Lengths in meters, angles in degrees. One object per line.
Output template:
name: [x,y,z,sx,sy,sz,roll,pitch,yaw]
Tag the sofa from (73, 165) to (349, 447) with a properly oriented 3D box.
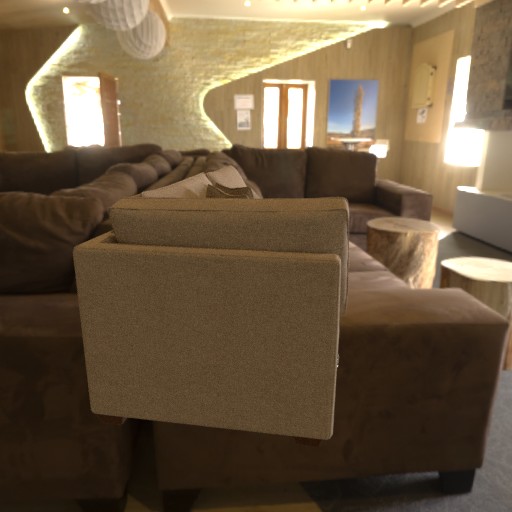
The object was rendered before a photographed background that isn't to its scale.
sofa: [0.000,0.000,2.798,1.110,1.019,2.238,3,16,10]
